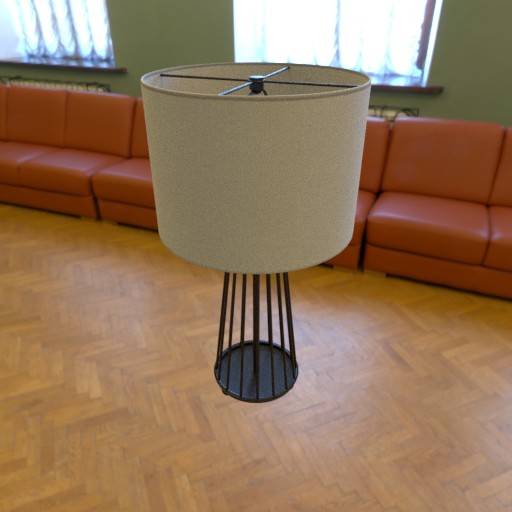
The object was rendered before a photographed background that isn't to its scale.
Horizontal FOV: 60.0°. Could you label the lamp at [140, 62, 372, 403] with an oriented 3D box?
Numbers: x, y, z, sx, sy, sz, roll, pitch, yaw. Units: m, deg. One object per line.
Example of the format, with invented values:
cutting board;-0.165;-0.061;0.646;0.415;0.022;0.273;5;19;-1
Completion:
lamp;0.000;0.000;0.779;0.322;0.593;0.322;11;32;18
